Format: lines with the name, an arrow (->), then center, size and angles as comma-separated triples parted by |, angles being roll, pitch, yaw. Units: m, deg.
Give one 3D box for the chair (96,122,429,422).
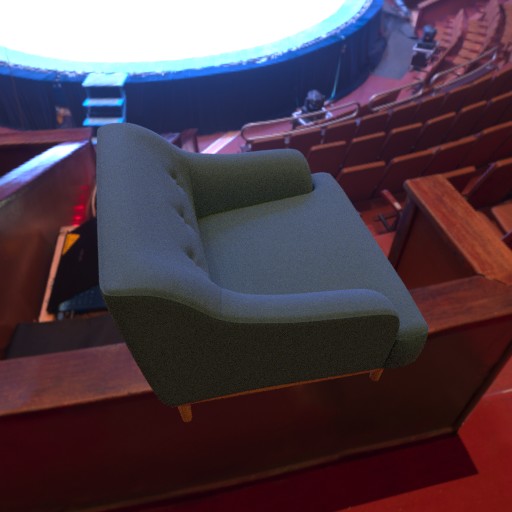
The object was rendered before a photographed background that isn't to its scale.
chair -> 0.000, 0.000, 1.639 | 0.951, 0.818, 0.946 | -10, 47, -10
